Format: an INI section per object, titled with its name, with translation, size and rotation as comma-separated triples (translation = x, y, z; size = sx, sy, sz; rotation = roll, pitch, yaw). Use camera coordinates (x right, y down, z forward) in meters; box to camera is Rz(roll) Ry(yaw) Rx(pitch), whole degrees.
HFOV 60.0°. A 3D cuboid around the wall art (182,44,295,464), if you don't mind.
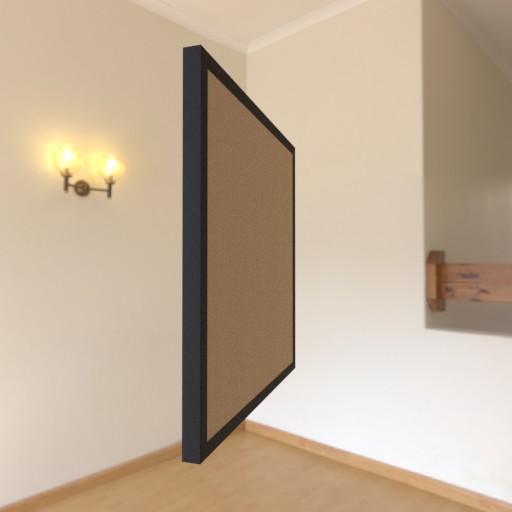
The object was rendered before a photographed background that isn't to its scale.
[wall art]
translation = 0.000, 0.000, 0.469
size = 0.015, 0.304, 0.306
rotation = 0, -1, 18
